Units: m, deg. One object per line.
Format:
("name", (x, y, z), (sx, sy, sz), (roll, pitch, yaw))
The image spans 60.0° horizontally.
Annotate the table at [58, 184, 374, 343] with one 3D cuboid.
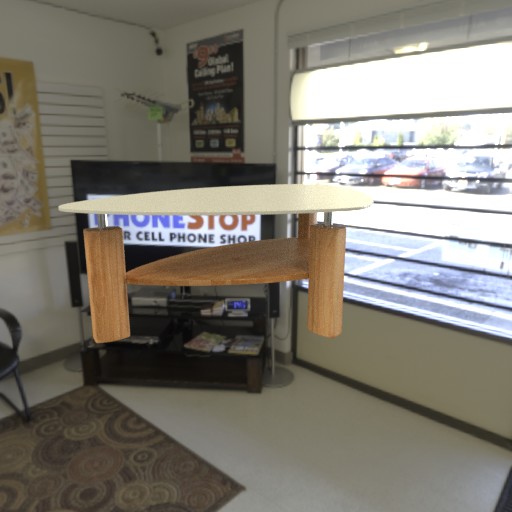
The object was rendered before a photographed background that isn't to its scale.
("table", (0.000, 0.000, 1.645), (1.250, 0.440, 0.850), (-13, 19, -43))
